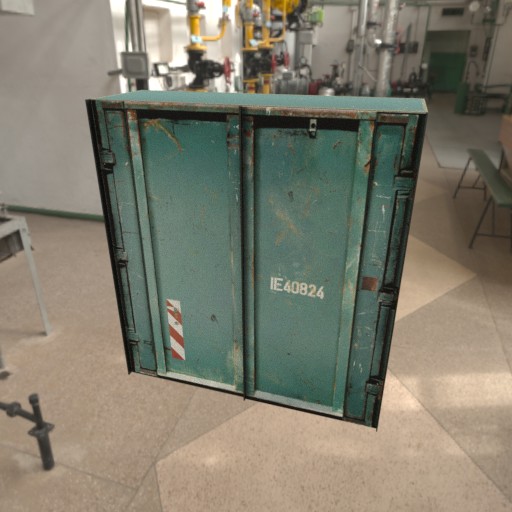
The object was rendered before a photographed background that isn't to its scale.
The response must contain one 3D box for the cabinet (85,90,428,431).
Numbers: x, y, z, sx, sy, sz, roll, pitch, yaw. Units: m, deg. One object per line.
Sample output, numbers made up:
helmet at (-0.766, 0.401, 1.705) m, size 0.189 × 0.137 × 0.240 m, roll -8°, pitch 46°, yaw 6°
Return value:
cabinet at (0.000, 0.000, 3.220) m, size 2.000 × 2.160 × 0.680 m, roll 8°, pitch 27°, yaw 16°
